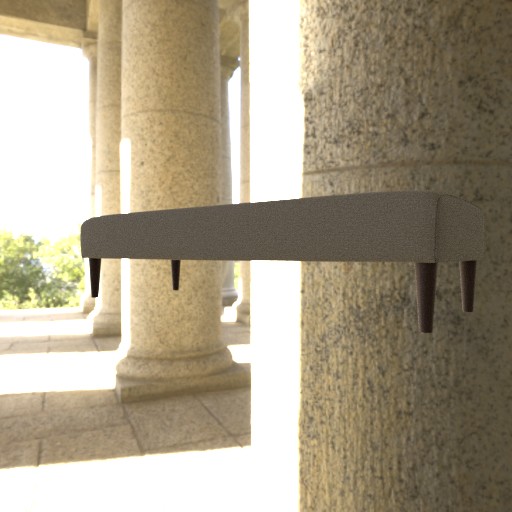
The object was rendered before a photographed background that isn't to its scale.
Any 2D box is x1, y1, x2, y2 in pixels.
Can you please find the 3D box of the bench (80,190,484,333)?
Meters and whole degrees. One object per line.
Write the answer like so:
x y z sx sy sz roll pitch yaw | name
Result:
0.000 0.000 1.832 1.609 0.393 0.646 0 1 37 | bench
